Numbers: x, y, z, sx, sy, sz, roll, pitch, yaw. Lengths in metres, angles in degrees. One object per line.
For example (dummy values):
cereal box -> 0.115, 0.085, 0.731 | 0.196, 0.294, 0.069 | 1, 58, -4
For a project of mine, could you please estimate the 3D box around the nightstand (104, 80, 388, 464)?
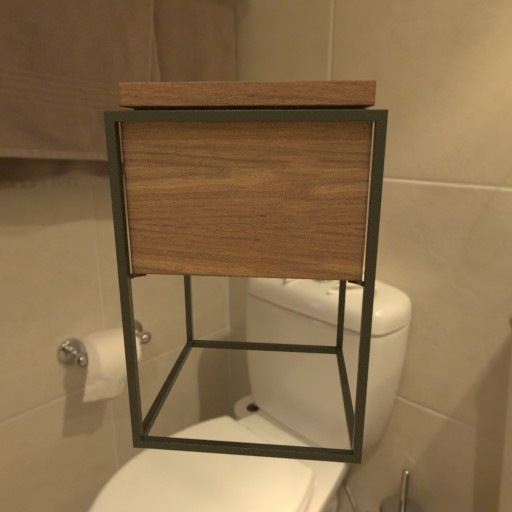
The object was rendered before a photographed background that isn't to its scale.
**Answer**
nightstand -> 0.000, 0.000, 0.873 | 0.397, 0.607, 0.397 | 2, 16, 6
